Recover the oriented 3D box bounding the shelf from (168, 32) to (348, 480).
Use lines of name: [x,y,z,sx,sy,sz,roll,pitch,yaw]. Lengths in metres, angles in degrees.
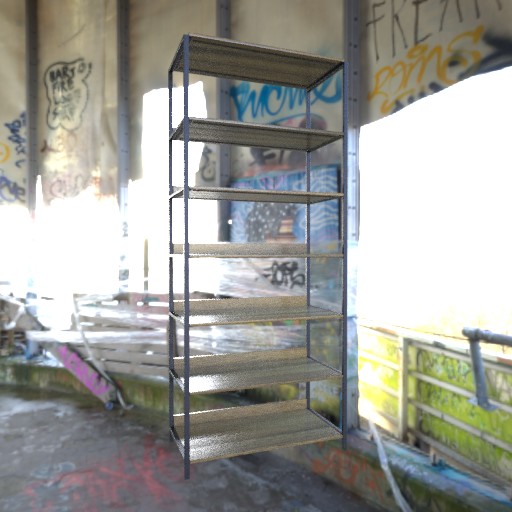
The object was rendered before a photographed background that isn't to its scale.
shelf: [0.000,0.000,2.339,0.847,2.015,0.431,0,1,-20]
